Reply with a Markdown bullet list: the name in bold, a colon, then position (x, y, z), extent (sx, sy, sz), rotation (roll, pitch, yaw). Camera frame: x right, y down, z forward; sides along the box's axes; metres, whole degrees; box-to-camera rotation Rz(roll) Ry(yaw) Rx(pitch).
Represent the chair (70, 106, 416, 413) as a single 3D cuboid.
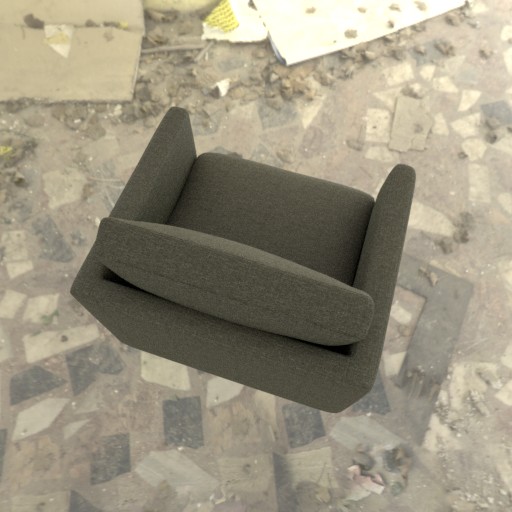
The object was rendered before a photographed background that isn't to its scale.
- **chair**: position (0.000, 0.000, 1.900), extent (1.107, 0.963, 0.959), rotation (16, 65, 8)
